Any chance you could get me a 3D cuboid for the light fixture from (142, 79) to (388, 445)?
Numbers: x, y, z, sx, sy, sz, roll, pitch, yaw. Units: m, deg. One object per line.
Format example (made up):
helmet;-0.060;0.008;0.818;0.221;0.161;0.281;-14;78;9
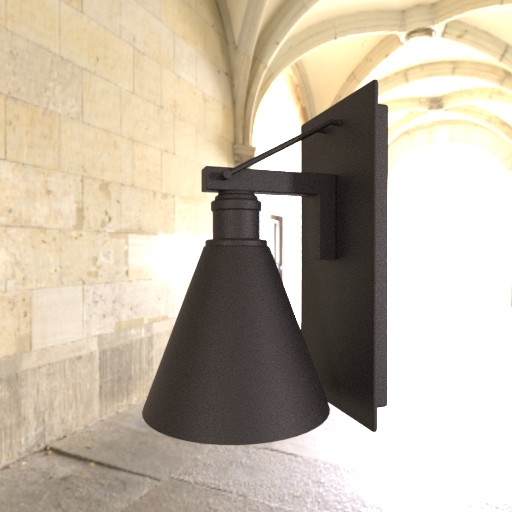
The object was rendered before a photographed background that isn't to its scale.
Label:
light fixture;0.000;0.000;0.415;0.207;0.298;0.170;0;1;-19
